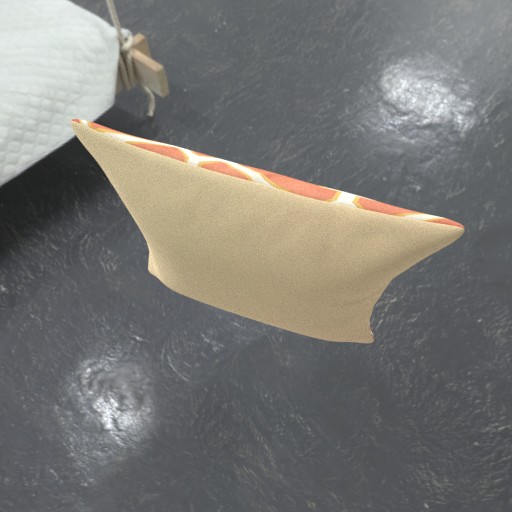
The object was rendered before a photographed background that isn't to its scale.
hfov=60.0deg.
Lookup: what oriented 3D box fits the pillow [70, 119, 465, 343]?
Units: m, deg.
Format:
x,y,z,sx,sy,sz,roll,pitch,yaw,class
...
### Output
x,y,z,sx,sy,sz,roll,pitch,yaw,class
0.000,0.000,0.811,0.552,0.508,0.166,17,64,9,pillow
